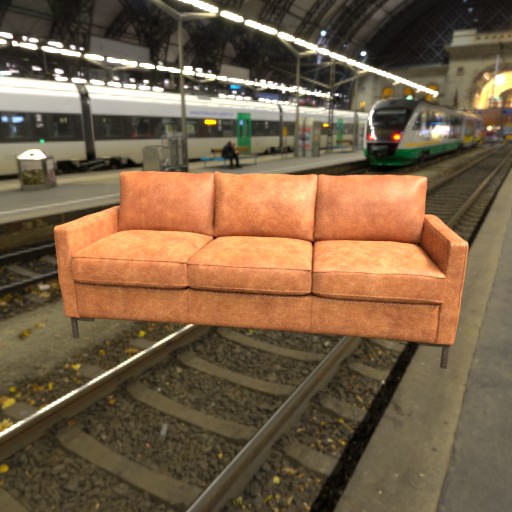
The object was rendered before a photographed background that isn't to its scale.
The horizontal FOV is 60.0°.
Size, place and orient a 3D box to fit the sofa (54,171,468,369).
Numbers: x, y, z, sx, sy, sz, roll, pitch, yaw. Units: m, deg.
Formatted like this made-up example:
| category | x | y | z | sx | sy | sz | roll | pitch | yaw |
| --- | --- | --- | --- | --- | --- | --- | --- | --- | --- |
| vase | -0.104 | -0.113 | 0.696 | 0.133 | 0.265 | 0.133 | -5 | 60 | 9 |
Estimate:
| category | x | y | z | sx | sy | sz | roll | pitch | yaw |
| --- | --- | --- | --- | --- | --- | --- | --- | --- | --- |
| sofa | 0.000 | 0.000 | 2.449 | 2.029 | 0.863 | 0.748 | 3 | 16 | 9 |
